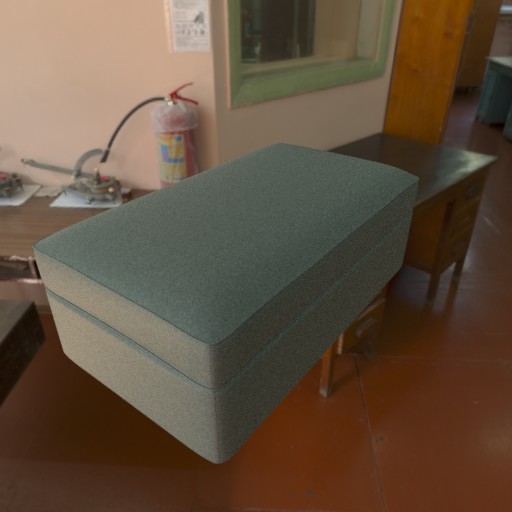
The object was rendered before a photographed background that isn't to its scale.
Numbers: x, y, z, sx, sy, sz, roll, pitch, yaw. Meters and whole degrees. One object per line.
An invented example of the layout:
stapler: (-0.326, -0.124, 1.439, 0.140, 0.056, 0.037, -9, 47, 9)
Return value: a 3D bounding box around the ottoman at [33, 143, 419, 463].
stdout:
ottoman: (0.000, 0.000, 1.523, 0.681, 0.494, 1.173, 21, 37, 31)
